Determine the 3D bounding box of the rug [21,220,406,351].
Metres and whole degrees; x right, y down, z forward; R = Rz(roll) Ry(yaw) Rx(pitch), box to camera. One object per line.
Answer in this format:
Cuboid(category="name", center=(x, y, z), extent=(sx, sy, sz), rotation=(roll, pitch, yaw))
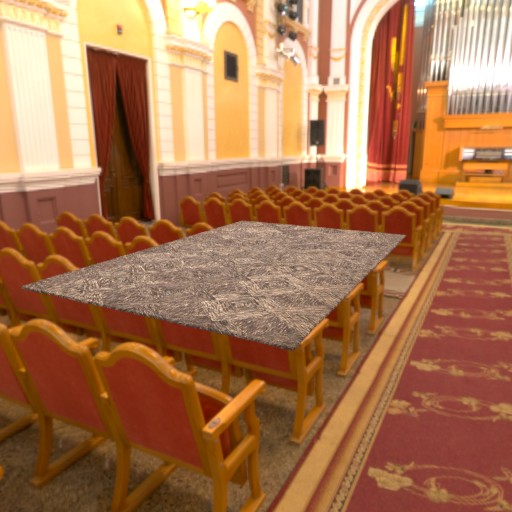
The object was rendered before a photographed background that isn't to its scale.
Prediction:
Cuboid(category="rug", center=(0.000, 0.000, 2.271), extent=(1.189, 0.011, 1.808), rotation=(7, 16, 27))
